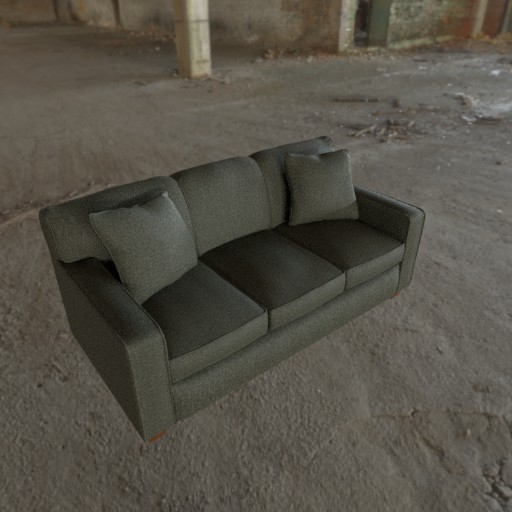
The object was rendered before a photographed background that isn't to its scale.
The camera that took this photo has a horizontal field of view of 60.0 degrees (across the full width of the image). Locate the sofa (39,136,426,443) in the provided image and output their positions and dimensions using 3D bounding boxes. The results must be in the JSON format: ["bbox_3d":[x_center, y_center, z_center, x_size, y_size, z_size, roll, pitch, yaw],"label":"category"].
[{"bbox_3d":[0.000,0.000,2.623,2.024,0.958,0.997,-22,37,-32],"label":"sofa"}]
